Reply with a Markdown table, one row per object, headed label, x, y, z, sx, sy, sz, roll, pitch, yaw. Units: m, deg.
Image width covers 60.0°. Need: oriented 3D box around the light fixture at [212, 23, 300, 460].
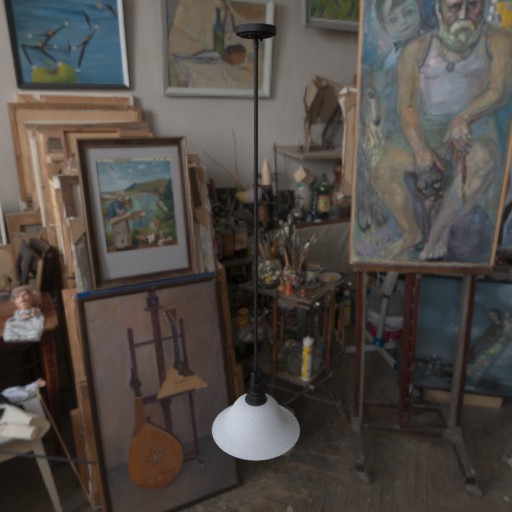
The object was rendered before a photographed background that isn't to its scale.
| label | x | y | z | sx | sy | sz | roll | pitch | yaw |
| --- | --- | --- | --- | --- | --- | --- | --- | --- | --- |
| light fixture | 0.000 | 0.000 | 1.437 | 0.324 | 1.337 | 0.324 | 8 | 19 | 24 |
